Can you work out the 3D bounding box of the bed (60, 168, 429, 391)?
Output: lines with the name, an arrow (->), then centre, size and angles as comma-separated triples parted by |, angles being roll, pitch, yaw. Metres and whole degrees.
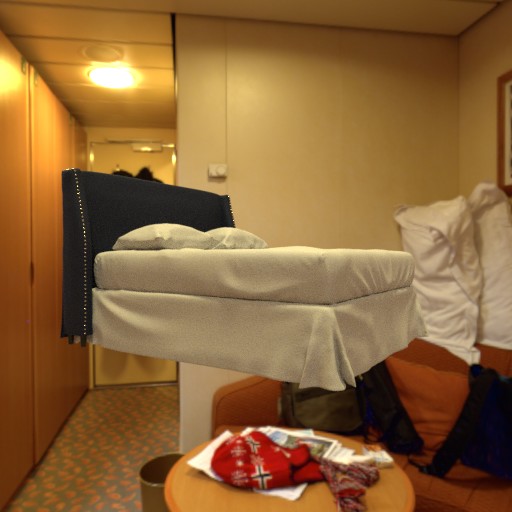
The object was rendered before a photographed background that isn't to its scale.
bed -> 0.000, 0.000, 3.480 | 2.276, 1.332, 1.925 | 0, 1, 34
